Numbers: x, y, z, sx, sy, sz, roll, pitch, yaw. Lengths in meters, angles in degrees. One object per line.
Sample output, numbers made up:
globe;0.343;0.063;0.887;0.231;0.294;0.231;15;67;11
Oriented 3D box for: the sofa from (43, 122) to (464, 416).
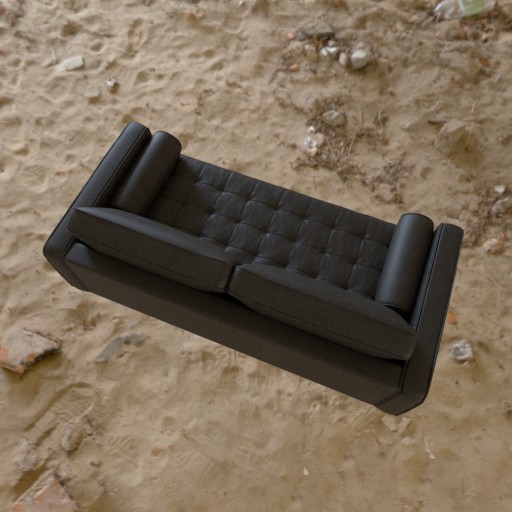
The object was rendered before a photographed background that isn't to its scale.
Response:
sofa;0.000;0.000;2.299;1.879;0.770;0.921;20;65;10
